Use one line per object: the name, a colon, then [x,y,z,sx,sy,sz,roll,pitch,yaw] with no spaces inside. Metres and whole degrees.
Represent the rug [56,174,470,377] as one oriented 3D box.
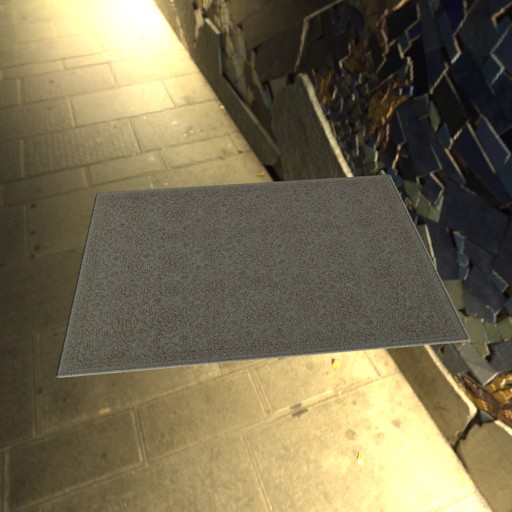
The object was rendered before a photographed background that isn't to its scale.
rug: [0.000,0.000,2.348,1.829,0.010,1.219,-4,48,-4]
